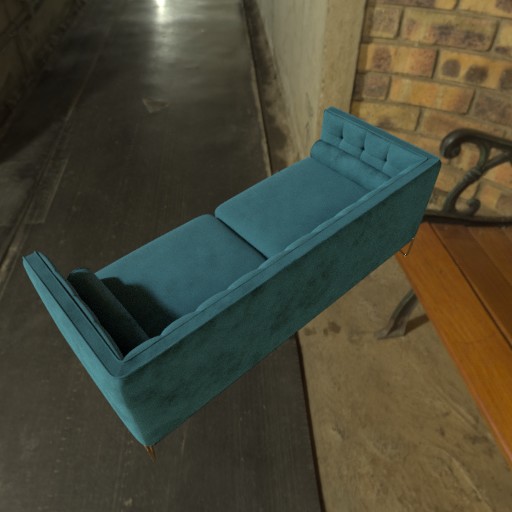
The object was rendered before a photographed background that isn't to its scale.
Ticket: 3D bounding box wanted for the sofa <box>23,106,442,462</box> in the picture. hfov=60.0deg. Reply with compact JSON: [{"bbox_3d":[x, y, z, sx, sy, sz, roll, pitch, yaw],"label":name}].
[{"bbox_3d":[0.000,0.000,2.490,2.087,0.789,0.867,-33,55,-27],"label":"sofa"}]
